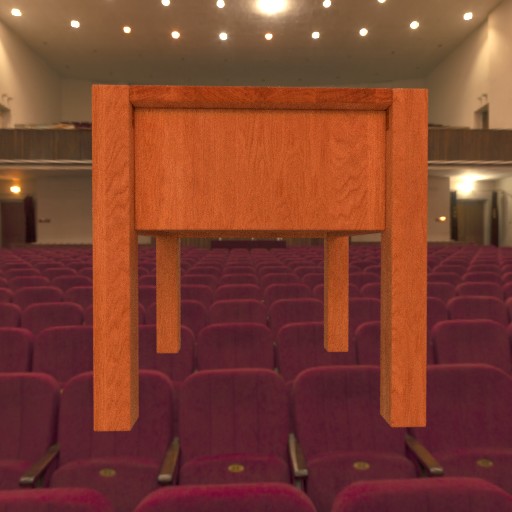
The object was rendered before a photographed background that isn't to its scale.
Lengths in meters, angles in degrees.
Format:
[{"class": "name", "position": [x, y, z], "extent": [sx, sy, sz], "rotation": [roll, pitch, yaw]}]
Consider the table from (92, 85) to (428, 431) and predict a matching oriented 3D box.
[{"class": "table", "position": [0.000, 0.000, 0.820], "extent": [0.440, 0.450, 0.480], "rotation": [0, 1, -2]}]
